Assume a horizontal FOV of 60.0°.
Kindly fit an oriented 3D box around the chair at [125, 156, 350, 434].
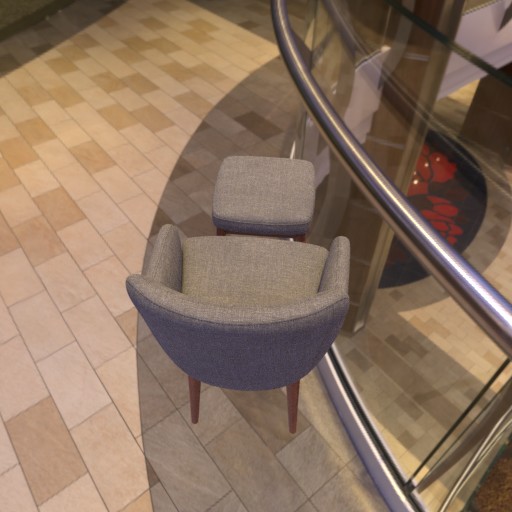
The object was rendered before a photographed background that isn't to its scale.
[{"bbox_3d":[0.000,0.000,1.517,0.584,0.799,1.107,4,47,4],"label":"chair"}]
